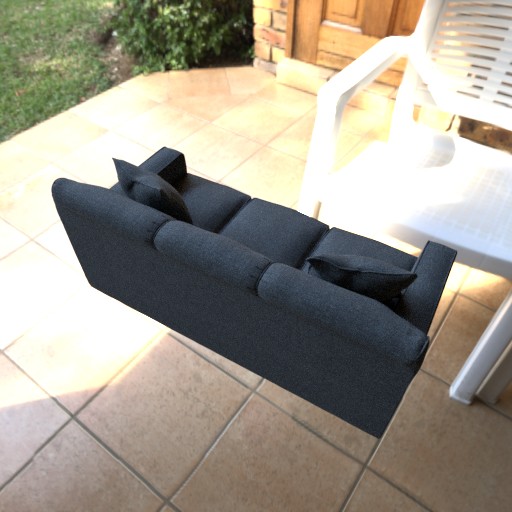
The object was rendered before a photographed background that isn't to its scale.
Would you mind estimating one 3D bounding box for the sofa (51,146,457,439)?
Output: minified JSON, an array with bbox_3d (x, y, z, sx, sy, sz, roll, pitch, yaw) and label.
[{"bbox_3d":[0.000,0.000,2.593,2.024,0.958,0.997,23,51,20],"label":"sofa"}]
